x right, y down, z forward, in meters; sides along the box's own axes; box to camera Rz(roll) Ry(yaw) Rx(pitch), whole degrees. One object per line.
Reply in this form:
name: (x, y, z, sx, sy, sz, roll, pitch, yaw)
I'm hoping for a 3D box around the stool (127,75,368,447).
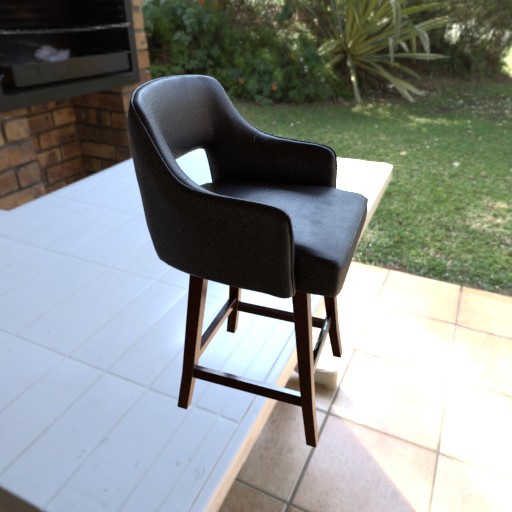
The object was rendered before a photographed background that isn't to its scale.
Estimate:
stool: (0.000, 0.000, 1.280, 0.560, 0.936, 0.550, 10, 31, 17)
